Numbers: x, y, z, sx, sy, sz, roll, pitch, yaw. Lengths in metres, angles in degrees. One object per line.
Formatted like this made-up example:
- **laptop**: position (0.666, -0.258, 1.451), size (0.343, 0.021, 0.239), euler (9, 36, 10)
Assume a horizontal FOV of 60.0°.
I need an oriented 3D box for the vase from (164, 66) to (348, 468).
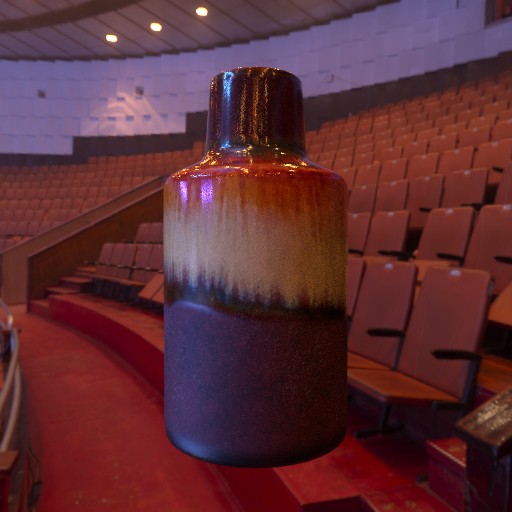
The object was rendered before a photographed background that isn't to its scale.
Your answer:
- **vase**: position (0.000, 0.000, 0.264), size (0.108, 0.204, 0.108), euler (0, 2, 0)
